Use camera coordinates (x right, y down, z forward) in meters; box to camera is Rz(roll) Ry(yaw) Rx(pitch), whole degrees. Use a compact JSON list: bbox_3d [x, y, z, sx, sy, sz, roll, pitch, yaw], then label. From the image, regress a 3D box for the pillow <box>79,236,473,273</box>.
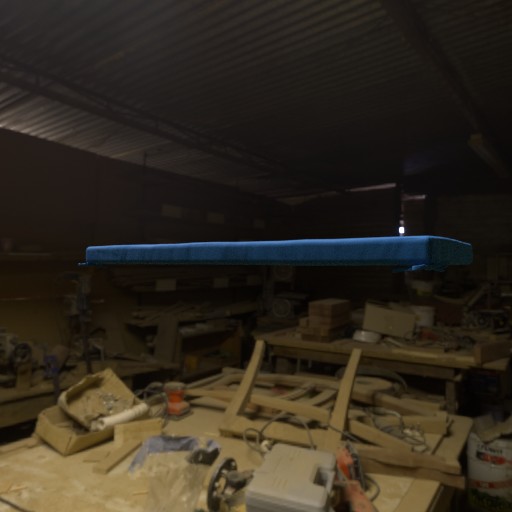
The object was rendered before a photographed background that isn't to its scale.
[{"bbox_3d":[0.000,0.000,1.365,1.187,0.081,0.492,0,-1,35],"label":"pillow"}]
